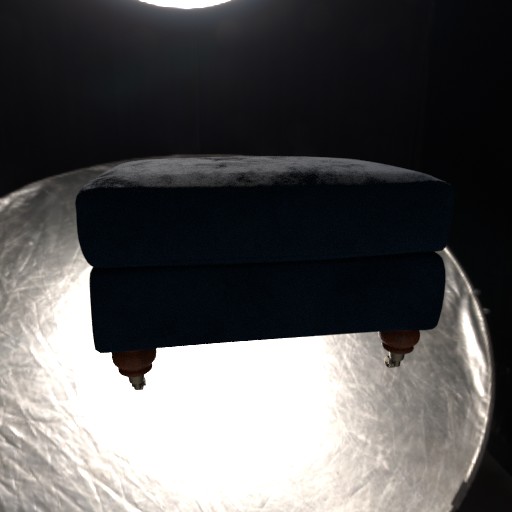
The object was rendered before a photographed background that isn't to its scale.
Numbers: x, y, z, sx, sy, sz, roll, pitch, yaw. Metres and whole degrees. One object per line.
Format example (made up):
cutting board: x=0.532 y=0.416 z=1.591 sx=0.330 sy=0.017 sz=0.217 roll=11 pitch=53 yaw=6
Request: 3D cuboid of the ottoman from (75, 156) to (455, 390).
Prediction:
ottoman: x=0.000 y=0.000 z=1.158 sx=0.773 sy=0.503 sz=0.572 roll=-3 pitch=16 yaw=-9
